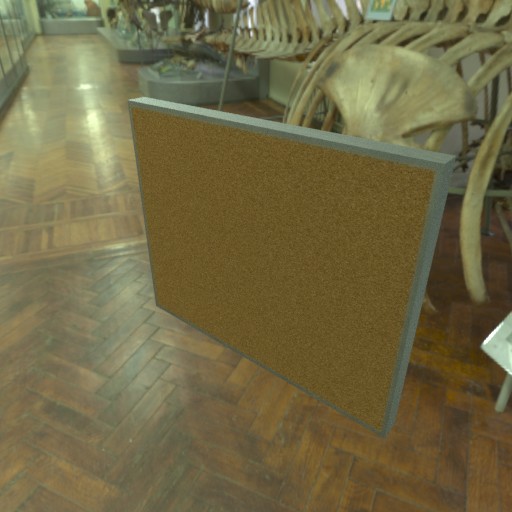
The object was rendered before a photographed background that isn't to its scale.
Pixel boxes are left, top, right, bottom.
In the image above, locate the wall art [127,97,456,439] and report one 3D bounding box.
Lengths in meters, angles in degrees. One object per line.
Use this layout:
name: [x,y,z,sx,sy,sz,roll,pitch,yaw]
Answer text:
wall art: [0.000,0.000,0.756,0.557,0.450,0.037,22,37,33]
